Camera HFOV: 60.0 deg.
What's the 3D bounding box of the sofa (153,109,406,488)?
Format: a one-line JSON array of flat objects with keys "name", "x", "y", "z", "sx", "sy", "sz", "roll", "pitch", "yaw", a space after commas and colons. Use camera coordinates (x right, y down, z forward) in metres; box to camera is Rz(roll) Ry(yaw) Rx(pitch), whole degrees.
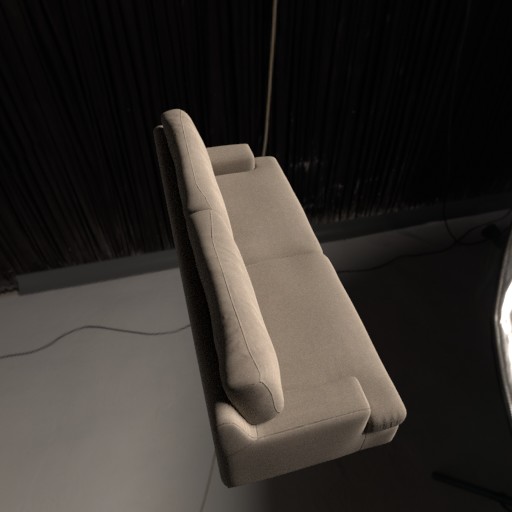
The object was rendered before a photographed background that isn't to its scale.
[{"name": "sofa", "x": 0.000, "y": 0.000, "z": 2.799, "sx": 0.962, "sy": 0.980, "sz": 2.354, "roll": -11, "pitch": 47, "yaw": -10}]
